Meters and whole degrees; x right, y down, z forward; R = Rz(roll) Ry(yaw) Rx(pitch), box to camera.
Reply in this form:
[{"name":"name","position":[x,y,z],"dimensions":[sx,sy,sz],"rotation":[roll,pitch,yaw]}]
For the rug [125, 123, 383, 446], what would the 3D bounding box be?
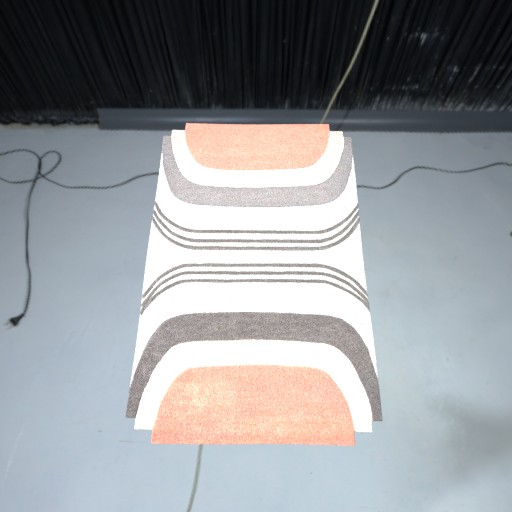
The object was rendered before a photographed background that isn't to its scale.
[{"name":"rug","position":[0.000,0.000,3.113],"dimensions":[1.530,0.017,2.446],"rotation":[1,63,0]}]
